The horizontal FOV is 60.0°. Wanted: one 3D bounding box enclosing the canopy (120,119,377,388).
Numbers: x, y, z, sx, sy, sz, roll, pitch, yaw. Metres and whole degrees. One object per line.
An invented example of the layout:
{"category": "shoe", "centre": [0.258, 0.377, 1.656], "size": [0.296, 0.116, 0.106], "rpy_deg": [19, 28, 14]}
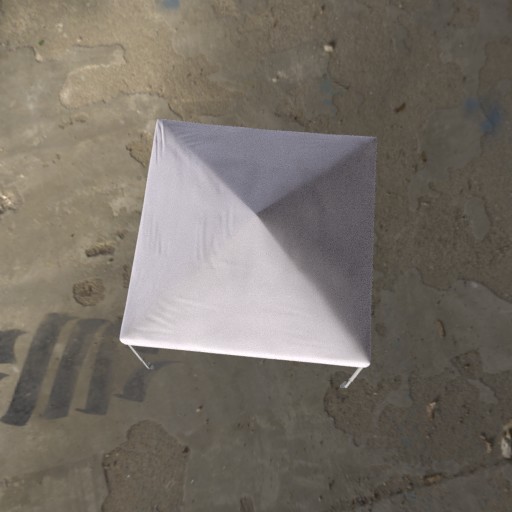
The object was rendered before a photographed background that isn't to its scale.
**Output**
{"category": "canopy", "centre": [0.000, 0.000, 5.290], "size": [2.849, 2.850, 2.850], "rpy_deg": [5, 75, 1]}
